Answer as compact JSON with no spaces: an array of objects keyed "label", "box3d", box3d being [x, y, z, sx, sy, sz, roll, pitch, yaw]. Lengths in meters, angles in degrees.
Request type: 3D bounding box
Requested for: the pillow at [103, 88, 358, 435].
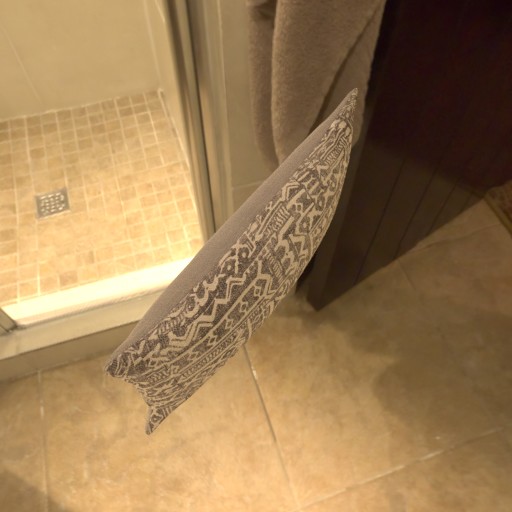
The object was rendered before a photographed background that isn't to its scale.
[{"label":"pillow","box3d":[0.000,0.000,0.751,0.148,0.290,0.631,30,62,18]}]
